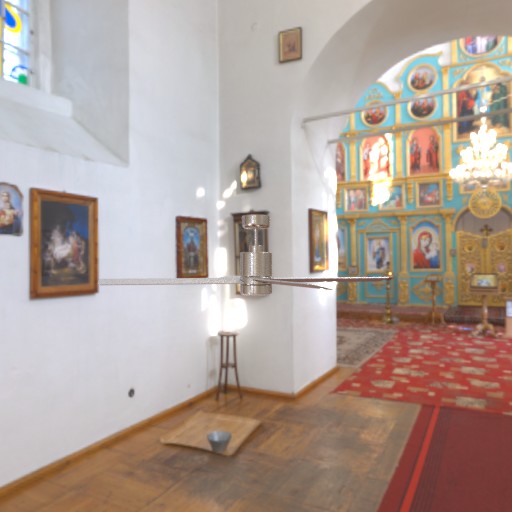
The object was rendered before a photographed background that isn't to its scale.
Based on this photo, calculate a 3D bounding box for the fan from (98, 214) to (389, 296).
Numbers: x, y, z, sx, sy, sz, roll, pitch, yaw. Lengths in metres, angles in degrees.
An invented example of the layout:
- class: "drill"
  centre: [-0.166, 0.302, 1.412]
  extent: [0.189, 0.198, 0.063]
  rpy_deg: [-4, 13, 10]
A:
- class: "fan"
  centre: [0.000, 0.000, 1.973]
  extent: [1.322, 0.355, 1.322]
  rpy_deg: [0, -2, -17]
